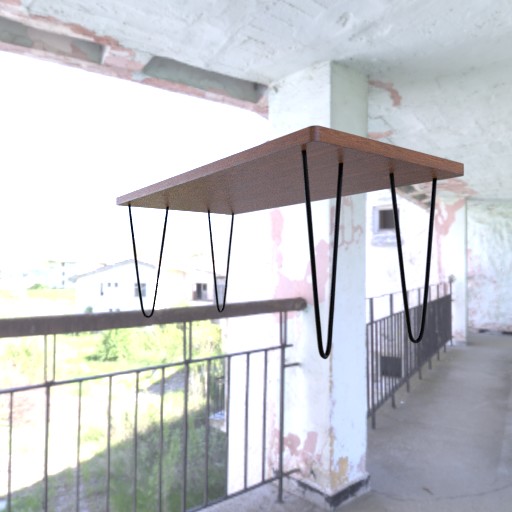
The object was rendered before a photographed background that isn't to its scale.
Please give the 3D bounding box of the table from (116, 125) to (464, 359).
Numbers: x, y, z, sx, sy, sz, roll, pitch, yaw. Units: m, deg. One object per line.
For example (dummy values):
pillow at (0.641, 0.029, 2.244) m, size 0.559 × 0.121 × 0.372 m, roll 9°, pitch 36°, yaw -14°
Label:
table at (0.000, 0.000, 2.319) m, size 0.883 × 0.753 × 1.791 m, roll 1°, pitch -2°, yaw -37°
